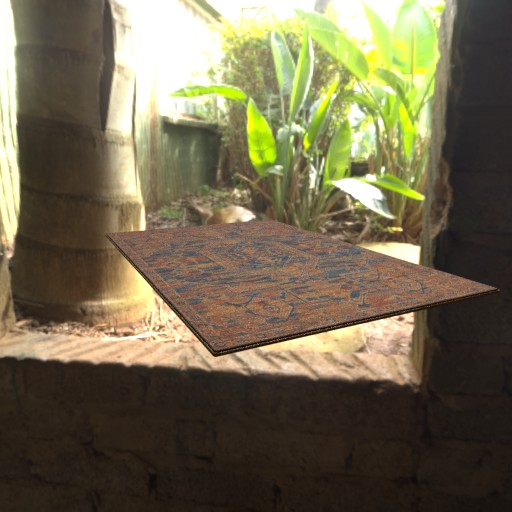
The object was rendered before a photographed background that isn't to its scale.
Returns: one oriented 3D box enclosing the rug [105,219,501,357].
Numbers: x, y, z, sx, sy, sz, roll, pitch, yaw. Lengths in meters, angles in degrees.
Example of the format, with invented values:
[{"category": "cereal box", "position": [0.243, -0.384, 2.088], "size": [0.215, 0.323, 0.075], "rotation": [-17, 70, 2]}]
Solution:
[{"category": "rug", "position": [0.000, 0.000, 1.050], "size": [0.557, 0.008, 0.863], "rotation": [-7, 16, -26]}]
